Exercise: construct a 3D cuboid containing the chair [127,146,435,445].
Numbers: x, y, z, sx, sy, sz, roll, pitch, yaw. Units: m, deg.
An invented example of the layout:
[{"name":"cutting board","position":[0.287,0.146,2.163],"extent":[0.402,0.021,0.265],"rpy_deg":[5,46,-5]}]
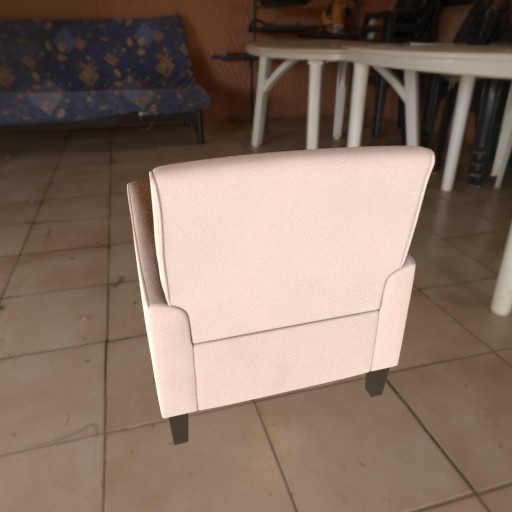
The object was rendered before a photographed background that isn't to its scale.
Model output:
[{"name":"chair","position":[0.000,0.000,1.585],"extent":[0.820,0.915,0.820],"rpy_deg":[-8,28,-15]}]
